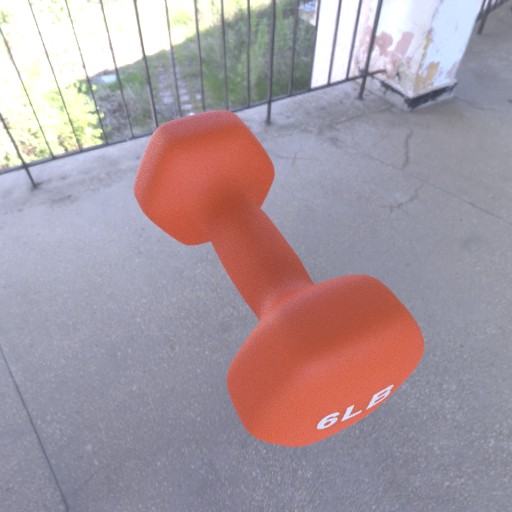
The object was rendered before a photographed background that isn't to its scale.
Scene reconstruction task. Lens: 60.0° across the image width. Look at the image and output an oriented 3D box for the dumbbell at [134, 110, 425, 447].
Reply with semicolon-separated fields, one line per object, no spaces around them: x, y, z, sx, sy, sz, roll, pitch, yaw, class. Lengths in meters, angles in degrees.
0.000;0.000;0.206;0.079;0.071;0.162;-19;51;-17;dumbbell
